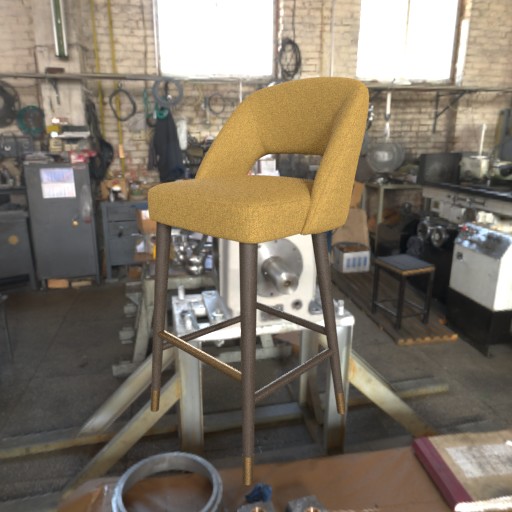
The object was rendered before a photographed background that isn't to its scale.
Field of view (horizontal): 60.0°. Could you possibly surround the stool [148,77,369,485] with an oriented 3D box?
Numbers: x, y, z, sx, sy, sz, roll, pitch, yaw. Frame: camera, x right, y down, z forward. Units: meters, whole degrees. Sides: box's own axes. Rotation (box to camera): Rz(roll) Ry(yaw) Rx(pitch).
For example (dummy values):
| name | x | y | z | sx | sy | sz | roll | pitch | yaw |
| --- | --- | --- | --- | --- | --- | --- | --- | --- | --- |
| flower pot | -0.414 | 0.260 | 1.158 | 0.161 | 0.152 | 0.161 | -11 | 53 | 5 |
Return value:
| name | x | y | z | sx | sy | sz | roll | pitch | yaw |
| --- | --- | --- | --- | --- | --- | --- | --- | --- | --- |
| stool | 0.000 | 0.000 | 1.325 | 0.522 | 1.032 | 0.536 | -15 | 22 | -43 |
